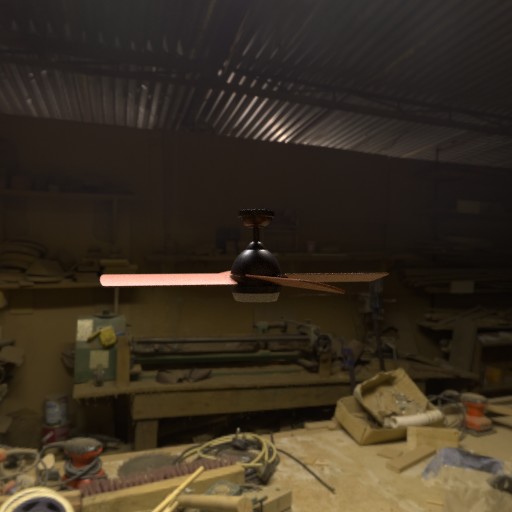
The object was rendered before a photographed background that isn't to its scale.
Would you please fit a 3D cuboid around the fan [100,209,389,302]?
[{"bbox_3d":[0.000,0.000,2.008,1.332,0.403,1.332,0,-1,-19],"label":"fan"}]
